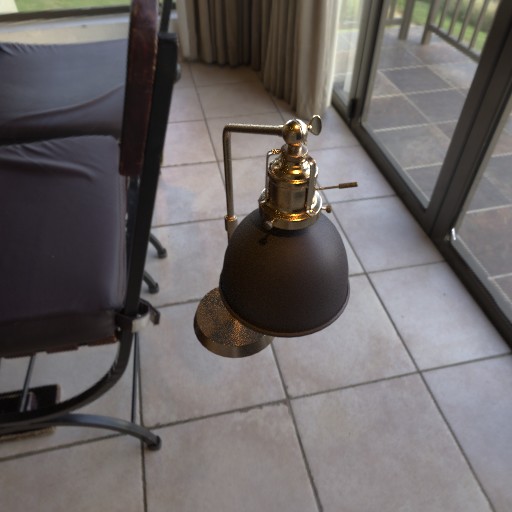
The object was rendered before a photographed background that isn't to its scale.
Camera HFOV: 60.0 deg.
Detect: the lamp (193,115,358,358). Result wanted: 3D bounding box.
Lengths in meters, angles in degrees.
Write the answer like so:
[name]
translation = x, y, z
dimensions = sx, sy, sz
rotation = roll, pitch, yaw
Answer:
[lamp]
translation = 0.000, 0.000, 0.589
dimensions = 0.160, 0.456, 0.291
rotation = -24, 51, -21
